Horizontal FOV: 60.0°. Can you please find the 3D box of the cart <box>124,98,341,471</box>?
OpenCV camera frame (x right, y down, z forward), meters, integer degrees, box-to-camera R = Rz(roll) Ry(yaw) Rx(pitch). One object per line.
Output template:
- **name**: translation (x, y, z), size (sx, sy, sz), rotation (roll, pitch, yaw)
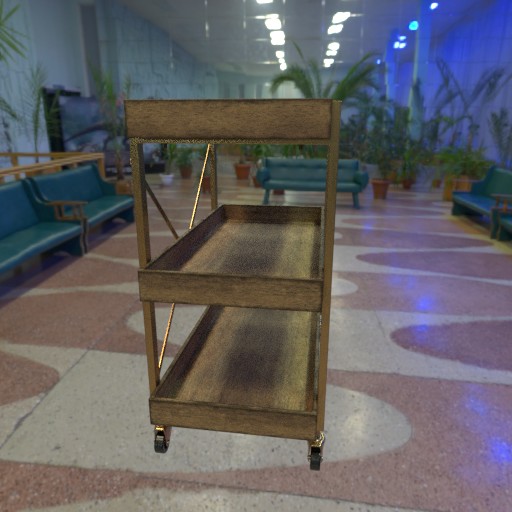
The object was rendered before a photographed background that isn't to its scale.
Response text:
- **cart**: translation (0.000, 0.000, 1.240), size (0.416, 0.799, 0.750), rotation (3, 17, 8)
